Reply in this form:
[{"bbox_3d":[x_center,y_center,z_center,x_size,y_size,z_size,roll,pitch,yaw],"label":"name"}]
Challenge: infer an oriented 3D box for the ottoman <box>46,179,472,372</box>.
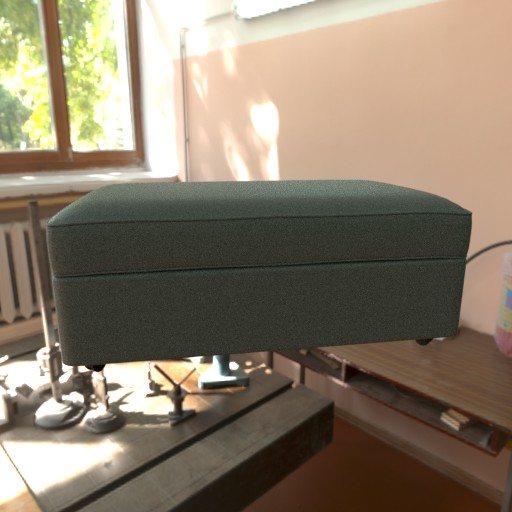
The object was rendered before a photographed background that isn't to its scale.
[{"bbox_3d":[0.000,0.000,1.532,1.173,0.494,0.681,-2,15,-9],"label":"ottoman"}]
